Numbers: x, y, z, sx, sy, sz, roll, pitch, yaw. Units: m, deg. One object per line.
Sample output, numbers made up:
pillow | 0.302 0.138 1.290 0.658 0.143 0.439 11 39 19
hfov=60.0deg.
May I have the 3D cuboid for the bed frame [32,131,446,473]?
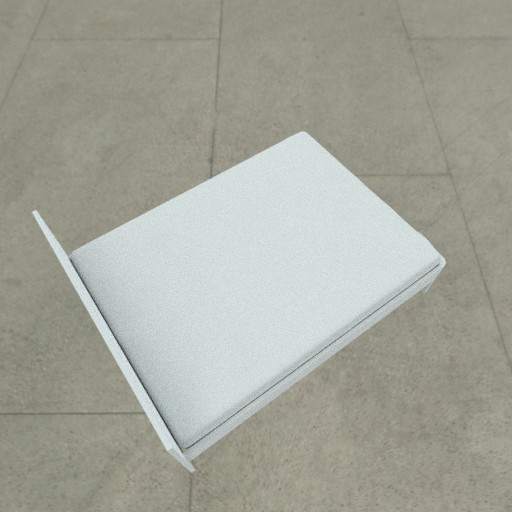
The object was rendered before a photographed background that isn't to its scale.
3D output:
bed frame | 0.000 0.000 2.746 1.950 0.800 1.490 -31 63 -18
